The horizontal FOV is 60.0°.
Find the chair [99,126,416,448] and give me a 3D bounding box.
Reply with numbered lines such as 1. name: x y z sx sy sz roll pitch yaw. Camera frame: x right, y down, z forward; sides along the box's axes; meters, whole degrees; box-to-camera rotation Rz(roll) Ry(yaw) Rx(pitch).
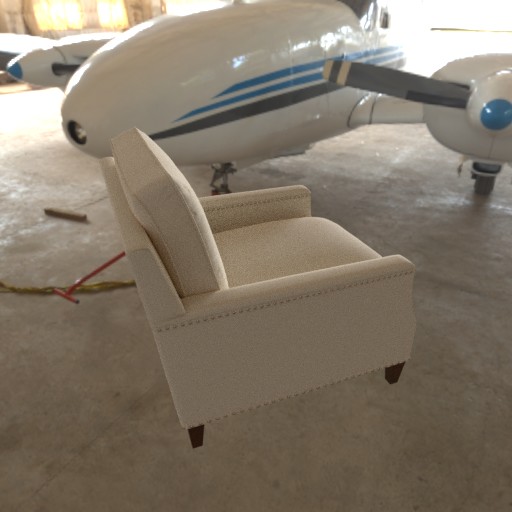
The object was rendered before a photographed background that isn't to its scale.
1. chair: 0.000 0.000 1.743 1.014 0.943 0.853 -11 31 -19
